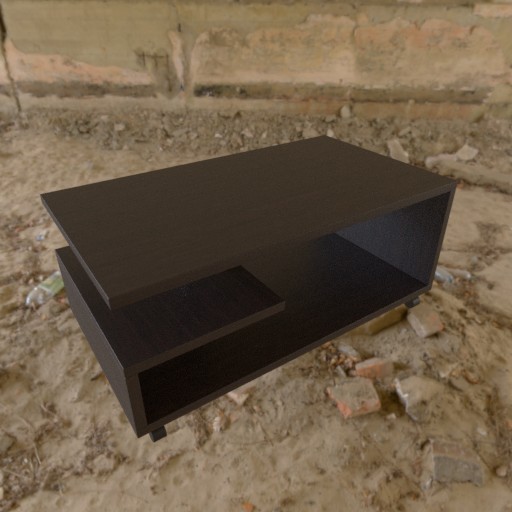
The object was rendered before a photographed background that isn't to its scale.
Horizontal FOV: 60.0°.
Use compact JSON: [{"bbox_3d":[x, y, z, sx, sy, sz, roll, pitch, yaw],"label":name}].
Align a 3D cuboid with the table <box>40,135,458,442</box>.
[{"bbox_3d":[0.000,0.000,1.390,1.050,0.460,0.590,-19,36,-29],"label":"table"}]
